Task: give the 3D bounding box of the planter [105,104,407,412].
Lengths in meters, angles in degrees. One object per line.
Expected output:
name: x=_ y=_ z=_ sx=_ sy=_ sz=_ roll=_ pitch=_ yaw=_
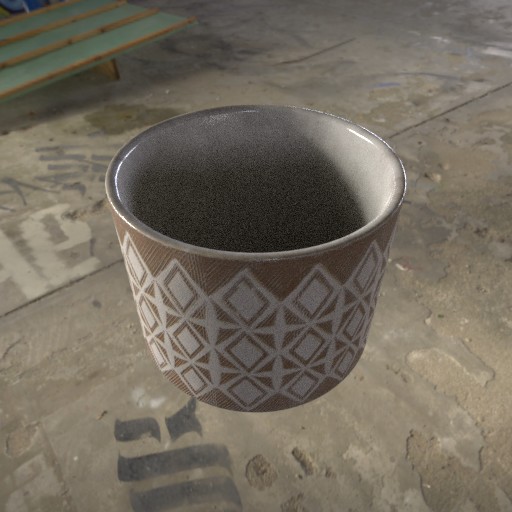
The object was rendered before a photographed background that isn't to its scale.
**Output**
planter: x=0.000 y=0.000 z=0.346 sx=0.193 sy=0.165 sz=0.193 roll=0 pitch=41 yaw=0
